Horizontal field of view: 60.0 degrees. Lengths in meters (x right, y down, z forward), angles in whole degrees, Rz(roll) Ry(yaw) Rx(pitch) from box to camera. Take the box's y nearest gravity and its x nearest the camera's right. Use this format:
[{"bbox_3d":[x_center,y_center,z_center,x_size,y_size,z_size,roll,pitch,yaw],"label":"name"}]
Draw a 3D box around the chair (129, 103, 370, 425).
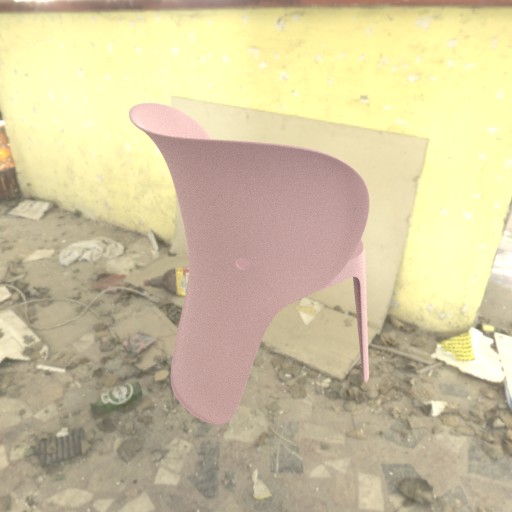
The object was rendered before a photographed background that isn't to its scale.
[{"bbox_3d":[0.000,0.000,0.870,0.402,0.554,0.451,-20,34,-32],"label":"chair"}]
